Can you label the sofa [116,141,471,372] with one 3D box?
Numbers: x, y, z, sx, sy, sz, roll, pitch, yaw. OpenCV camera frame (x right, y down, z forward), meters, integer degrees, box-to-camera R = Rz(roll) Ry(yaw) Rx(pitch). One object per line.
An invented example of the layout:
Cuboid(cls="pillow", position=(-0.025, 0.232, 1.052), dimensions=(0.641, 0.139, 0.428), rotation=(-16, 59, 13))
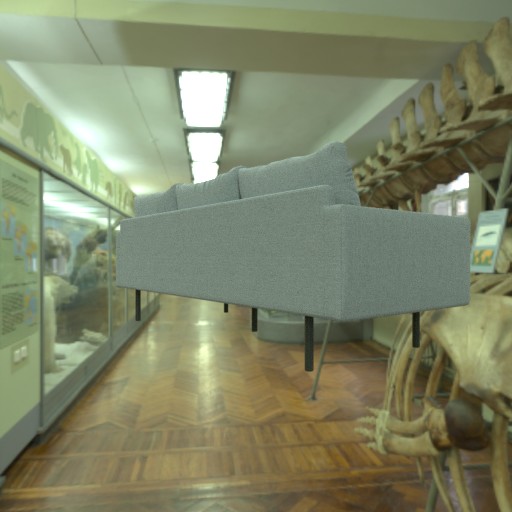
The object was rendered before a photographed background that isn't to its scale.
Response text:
Cuboid(cls="sofa", position=(0.000, 0.000, 2.443), dimensions=(0.850, 0.830, 2.000), rotation=(0, 0, -38))
